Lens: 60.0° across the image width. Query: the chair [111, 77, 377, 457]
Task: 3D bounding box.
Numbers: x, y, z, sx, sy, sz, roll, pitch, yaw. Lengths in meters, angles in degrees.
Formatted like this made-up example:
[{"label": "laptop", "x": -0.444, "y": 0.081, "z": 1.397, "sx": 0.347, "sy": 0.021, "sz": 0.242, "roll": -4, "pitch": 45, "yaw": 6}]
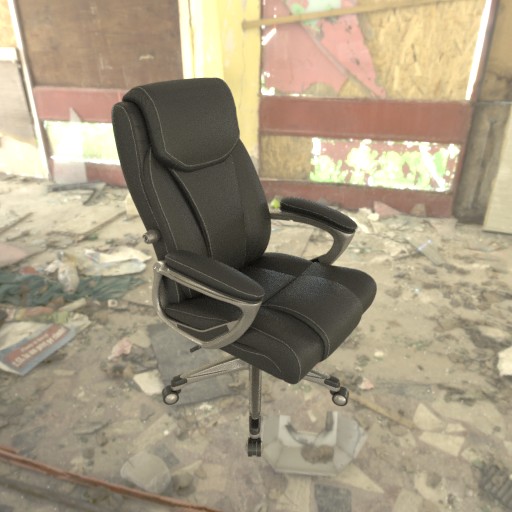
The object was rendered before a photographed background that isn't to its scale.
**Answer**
[{"label": "chair", "x": 0.000, "y": 0.000, "z": 1.607, "sx": 0.784, "sy": 1.167, "sz": 0.741, "roll": 18, "pitch": 32, "yaw": 32}]
